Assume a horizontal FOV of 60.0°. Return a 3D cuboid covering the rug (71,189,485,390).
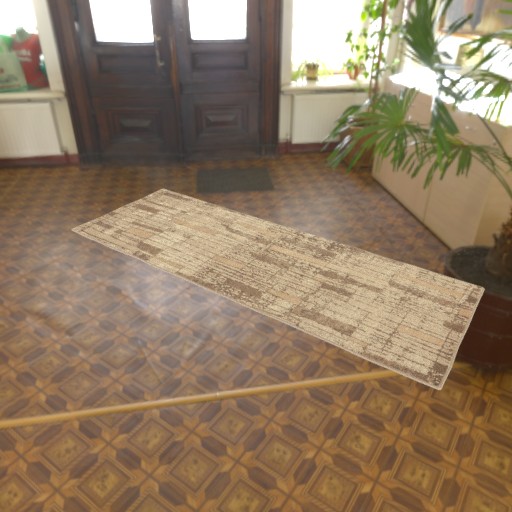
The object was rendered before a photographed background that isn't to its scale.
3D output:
[{"bbox_3d":[0.000,0.000,2.638,2.383,0.018,0.857,20,37,29],"label":"rug"}]
